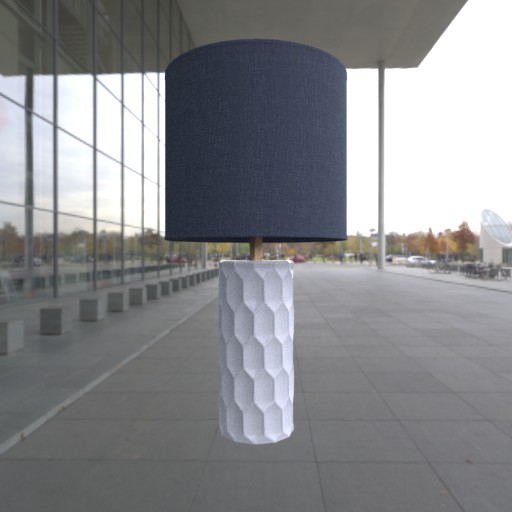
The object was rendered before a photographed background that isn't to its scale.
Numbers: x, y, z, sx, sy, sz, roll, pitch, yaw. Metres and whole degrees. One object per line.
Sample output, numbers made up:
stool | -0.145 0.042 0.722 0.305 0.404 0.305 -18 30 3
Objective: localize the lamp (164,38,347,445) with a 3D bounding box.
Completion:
lamp | 0.000 0.000 0.684 0.277 0.537 0.277 0 0 18
